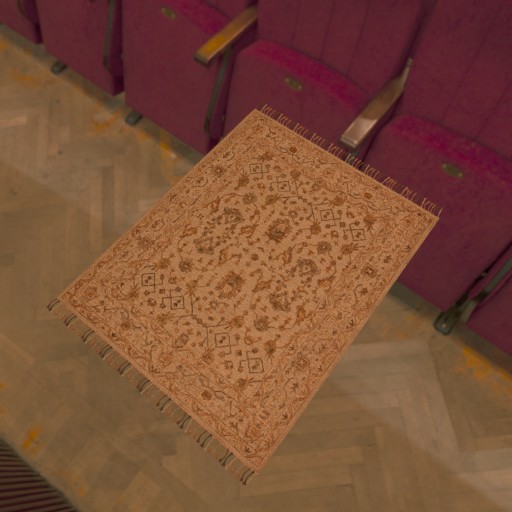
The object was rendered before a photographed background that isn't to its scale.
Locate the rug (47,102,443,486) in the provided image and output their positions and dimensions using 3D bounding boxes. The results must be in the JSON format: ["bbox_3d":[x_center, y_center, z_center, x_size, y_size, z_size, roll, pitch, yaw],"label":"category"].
[{"bbox_3d":[0.000,0.000,2.300,1.278,0.009,1.726,35,69,16],"label":"rug"}]
